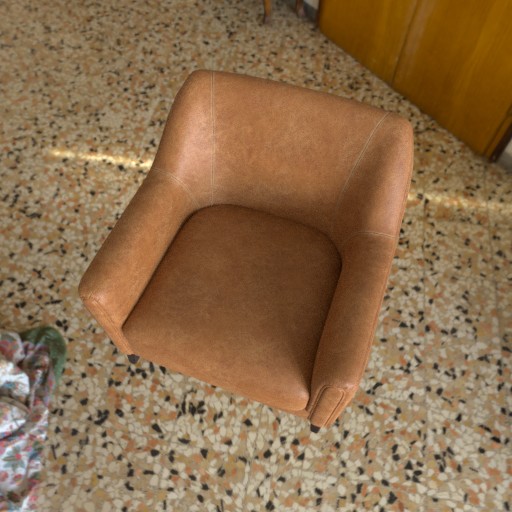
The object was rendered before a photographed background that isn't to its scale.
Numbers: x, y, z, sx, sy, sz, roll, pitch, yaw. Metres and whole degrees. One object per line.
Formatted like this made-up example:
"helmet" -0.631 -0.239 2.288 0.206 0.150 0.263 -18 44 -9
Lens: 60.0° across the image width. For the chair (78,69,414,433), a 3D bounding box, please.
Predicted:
"chair" 0.000 0.000 1.842 1.037 0.980 1.034 17 60 11
